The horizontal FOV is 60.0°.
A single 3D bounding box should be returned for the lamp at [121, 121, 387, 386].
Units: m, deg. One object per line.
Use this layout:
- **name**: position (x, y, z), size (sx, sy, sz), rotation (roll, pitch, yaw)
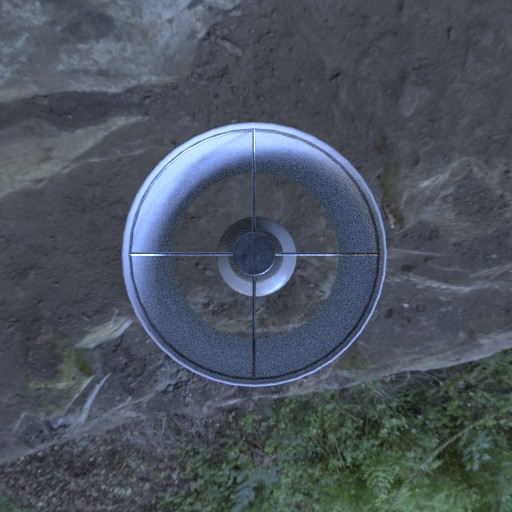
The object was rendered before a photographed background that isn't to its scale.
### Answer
- **lamp**: position (0.000, 0.000, 0.599), size (0.212, 0.493, 0.212), rotation (0, 90, 0)
